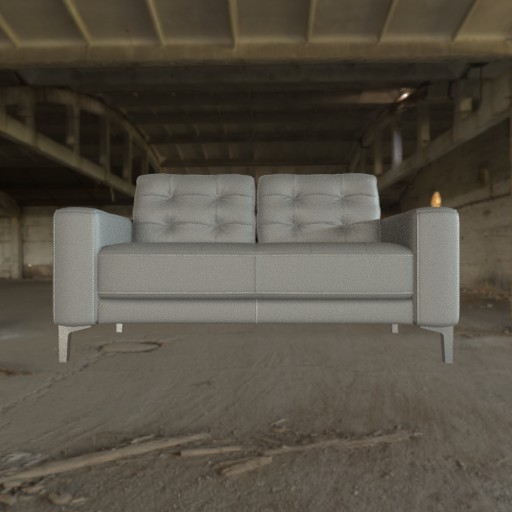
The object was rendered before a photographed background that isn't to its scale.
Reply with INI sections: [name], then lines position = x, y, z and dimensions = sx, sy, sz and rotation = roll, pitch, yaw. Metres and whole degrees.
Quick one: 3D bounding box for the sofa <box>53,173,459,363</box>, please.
[sofa]
position = 0.000, 0.000, 2.237
dimensions = 1.726, 0.893, 0.833
rotation = 0, 0, 1
